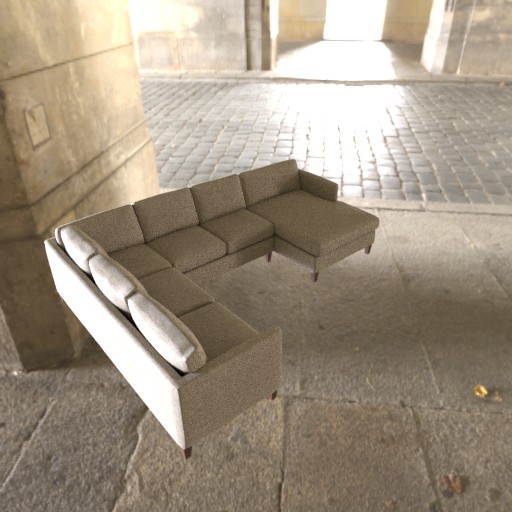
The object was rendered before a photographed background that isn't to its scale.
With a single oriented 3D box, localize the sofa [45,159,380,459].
[{"bbox_3d":[0.000,0.000,4.669,3.460,0.959,2.593,-23,38,-34],"label":"sofa"}]
